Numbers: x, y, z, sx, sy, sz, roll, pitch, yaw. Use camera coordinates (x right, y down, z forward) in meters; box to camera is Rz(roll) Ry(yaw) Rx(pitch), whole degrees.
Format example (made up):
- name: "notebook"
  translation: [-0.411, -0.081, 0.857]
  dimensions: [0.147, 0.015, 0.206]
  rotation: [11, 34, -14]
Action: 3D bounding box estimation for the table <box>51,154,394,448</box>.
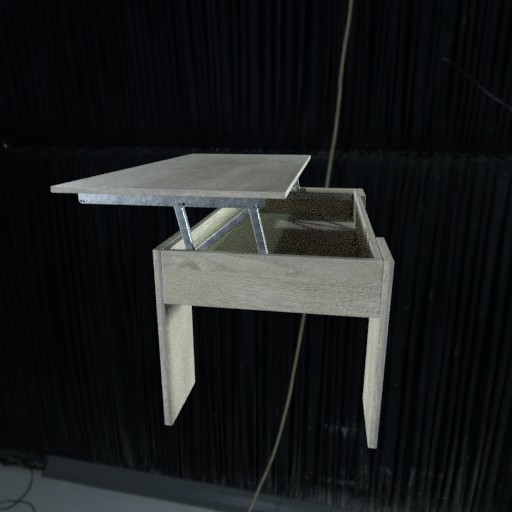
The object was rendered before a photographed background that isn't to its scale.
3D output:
- name: "table"
  translation: [0.000, 0.000, 1.431]
  dimensions: [0.711, 0.570, 1.000]
  rotation: [3, 17, 9]
